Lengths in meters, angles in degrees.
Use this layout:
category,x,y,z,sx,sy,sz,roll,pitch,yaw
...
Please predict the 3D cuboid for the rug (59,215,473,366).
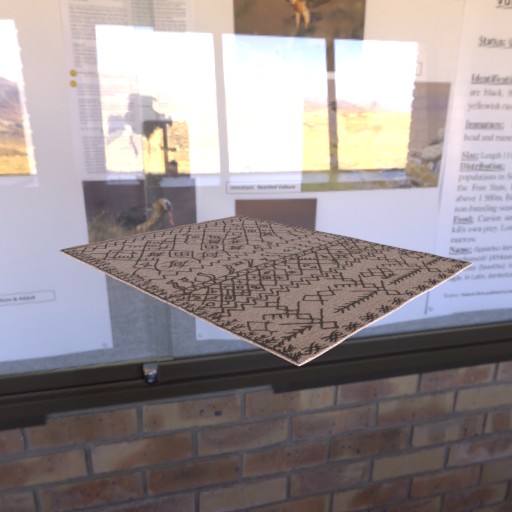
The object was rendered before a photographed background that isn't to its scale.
category,x,y,z,sx,sy,sz,roll,pitch,yaw
rug,0.000,0.000,3.312,2.455,0.025,1.964,16,23,42
